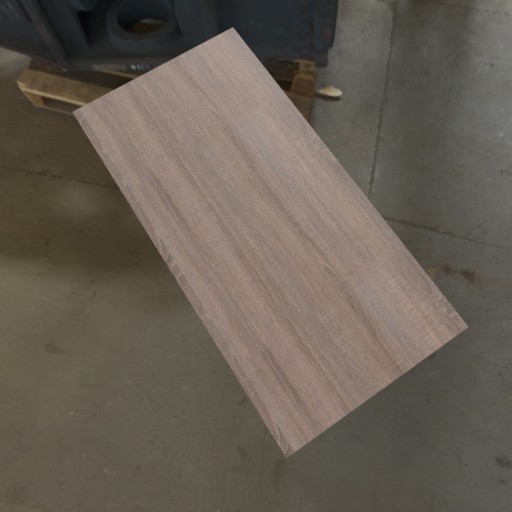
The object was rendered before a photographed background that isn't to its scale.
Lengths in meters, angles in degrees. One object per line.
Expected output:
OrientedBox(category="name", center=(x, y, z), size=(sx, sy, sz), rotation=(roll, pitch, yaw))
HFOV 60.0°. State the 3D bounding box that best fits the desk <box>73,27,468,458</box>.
OrientedBox(category="desk", center=(0.000, 0.000, 1.441), size=(0.495, 0.762, 0.991), rotation=(-32, 76, -9))
